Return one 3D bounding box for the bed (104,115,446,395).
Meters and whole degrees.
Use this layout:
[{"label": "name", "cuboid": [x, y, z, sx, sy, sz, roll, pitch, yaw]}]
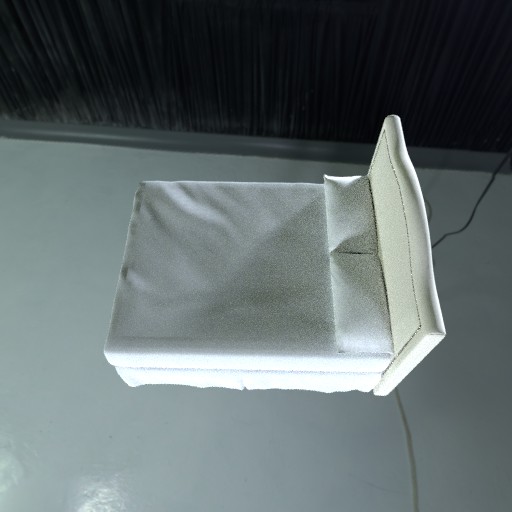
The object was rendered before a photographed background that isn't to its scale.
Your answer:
[{"label": "bed", "cuboid": [0.000, 0.000, 3.412, 2.143, 1.460, 1.753, 1, 58, 1]}]
